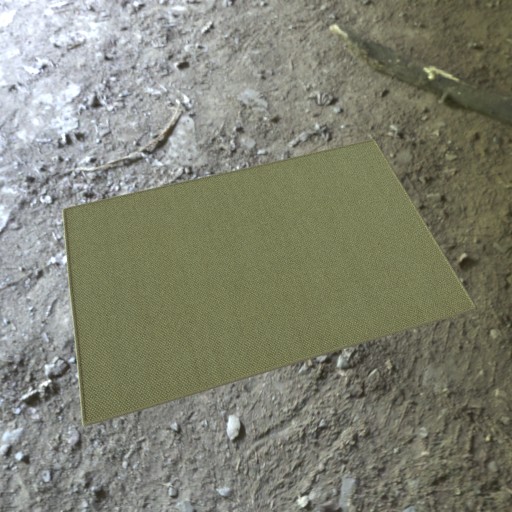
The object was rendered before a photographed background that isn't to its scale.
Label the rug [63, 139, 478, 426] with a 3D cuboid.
[{"bbox_3d":[0.000,0.000,2.042,1.676,0.013,1.067,-14,60,-9],"label":"rug"}]
